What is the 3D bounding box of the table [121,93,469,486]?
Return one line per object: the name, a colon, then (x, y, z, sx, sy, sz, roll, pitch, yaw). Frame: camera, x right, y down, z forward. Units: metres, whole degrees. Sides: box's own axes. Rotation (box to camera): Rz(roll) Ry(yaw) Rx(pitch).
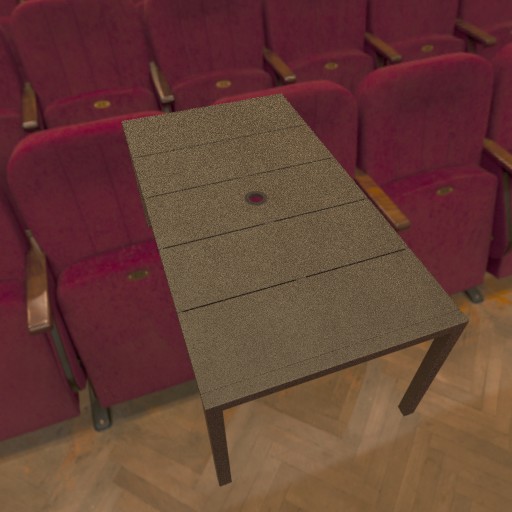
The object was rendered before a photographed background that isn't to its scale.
table: (0.000, 0.000, 2.178, 0.914, 0.735, 1.680, -15, 49, -13)
